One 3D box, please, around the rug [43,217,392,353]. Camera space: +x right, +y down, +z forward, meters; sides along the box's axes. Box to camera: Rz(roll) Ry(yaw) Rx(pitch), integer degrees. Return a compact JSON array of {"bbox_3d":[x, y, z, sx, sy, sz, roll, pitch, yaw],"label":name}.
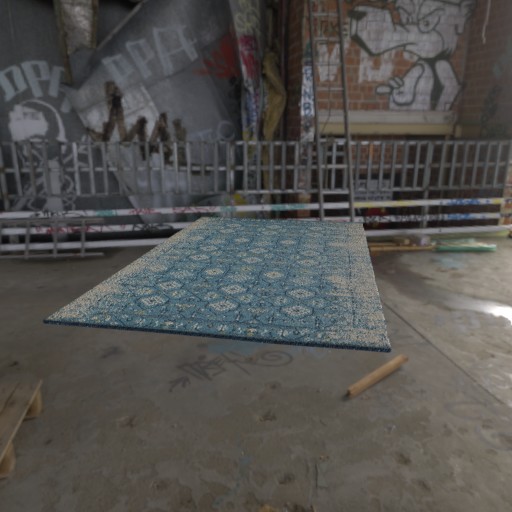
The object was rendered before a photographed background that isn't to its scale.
[{"bbox_3d":[0.000,0.000,3.009,1.530,0.015,2.449,3,17,10],"label":"rug"}]
